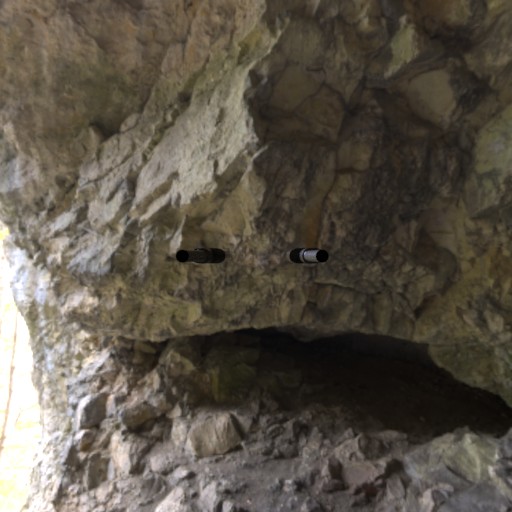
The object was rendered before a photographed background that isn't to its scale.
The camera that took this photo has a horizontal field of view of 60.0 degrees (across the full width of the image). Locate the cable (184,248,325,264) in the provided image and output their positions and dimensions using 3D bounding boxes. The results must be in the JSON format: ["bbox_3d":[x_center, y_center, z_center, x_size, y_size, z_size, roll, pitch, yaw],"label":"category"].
[{"bbox_3d":[0.000,0.000,0.110,0.041,0.005,0.098,0,0,1],"label":"cable"}]
